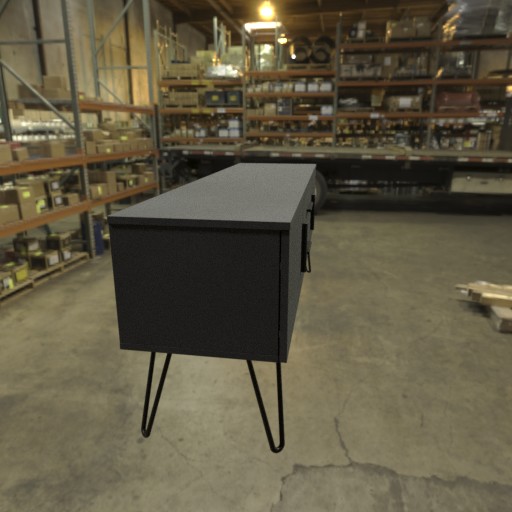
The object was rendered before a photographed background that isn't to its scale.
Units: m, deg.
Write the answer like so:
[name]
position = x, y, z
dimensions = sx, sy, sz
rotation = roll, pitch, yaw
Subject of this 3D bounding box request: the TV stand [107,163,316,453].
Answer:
[TV stand]
position = 0.000, 0.000, 1.639
dimensions = 0.400, 0.560, 1.400
rotation = 3, 17, 9
